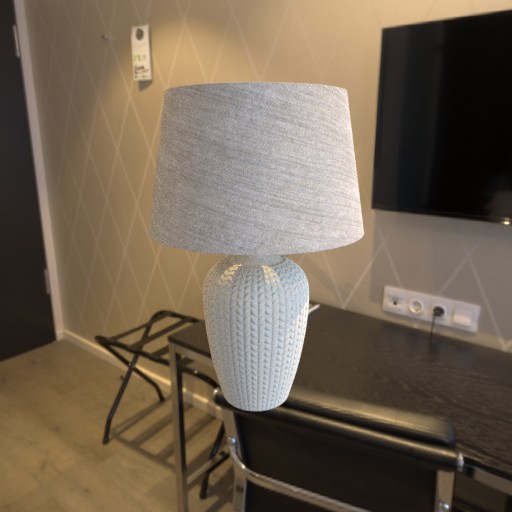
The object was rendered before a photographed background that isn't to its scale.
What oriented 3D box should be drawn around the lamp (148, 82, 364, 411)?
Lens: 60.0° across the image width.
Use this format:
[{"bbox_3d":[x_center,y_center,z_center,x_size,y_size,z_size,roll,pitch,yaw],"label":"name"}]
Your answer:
[{"bbox_3d":[0.000,0.000,0.835,0.390,0.580,0.390,0,15,0],"label":"lamp"}]
